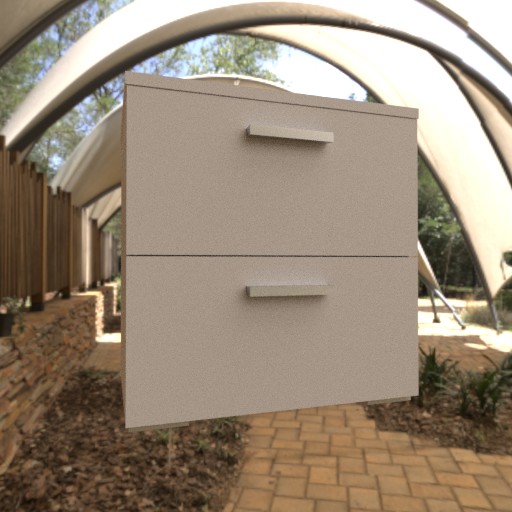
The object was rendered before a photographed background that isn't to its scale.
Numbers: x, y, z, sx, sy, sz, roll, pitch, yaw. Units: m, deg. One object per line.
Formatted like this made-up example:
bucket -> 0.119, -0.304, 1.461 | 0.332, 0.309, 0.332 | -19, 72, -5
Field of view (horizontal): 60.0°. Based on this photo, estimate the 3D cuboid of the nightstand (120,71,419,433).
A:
nightstand -> 0.000, 0.000, 0.761 | 0.441, 0.460, 0.325 | 0, -1, -18
